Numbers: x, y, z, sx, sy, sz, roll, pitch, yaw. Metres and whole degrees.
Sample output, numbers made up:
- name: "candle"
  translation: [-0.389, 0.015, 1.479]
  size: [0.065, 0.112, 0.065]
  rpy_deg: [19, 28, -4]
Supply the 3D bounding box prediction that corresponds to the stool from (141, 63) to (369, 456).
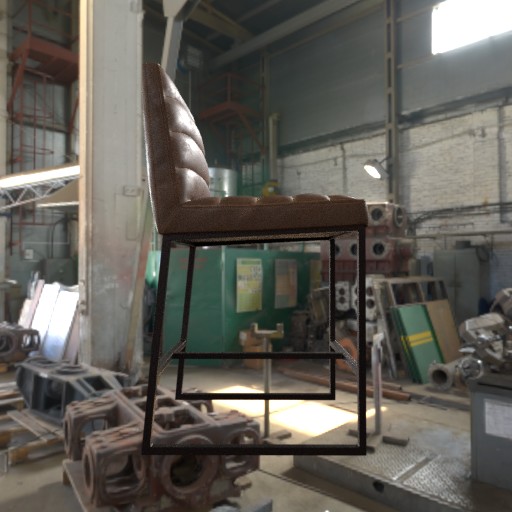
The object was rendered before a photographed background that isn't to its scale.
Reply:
- name: "stool"
  translation: [0.000, 0.000, 1.265]
  size: [0.562, 0.942, 0.463]
  rpy_deg: [0, -1, 0]
